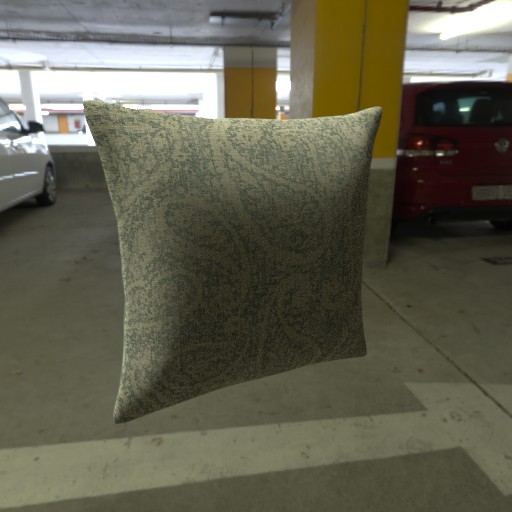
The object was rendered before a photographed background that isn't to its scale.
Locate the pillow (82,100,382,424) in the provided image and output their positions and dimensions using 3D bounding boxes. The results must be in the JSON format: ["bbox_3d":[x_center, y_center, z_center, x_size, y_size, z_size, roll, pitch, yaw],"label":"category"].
[{"bbox_3d":[0.000,0.000,0.776,0.526,0.507,0.166,-8,18,-25],"label":"pillow"}]
